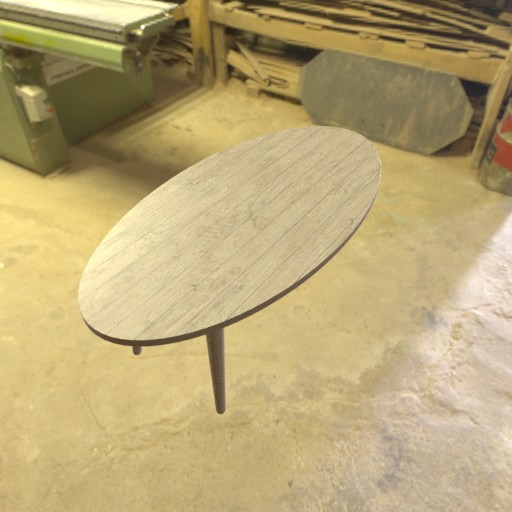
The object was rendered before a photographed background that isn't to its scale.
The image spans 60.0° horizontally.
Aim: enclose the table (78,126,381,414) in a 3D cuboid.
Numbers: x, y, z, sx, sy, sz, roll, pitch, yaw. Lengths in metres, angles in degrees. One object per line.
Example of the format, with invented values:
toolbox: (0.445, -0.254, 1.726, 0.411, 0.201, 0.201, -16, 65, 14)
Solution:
table: (0.000, 0.000, 1.327, 0.542, 0.390, 1.083, 26, 47, 26)
